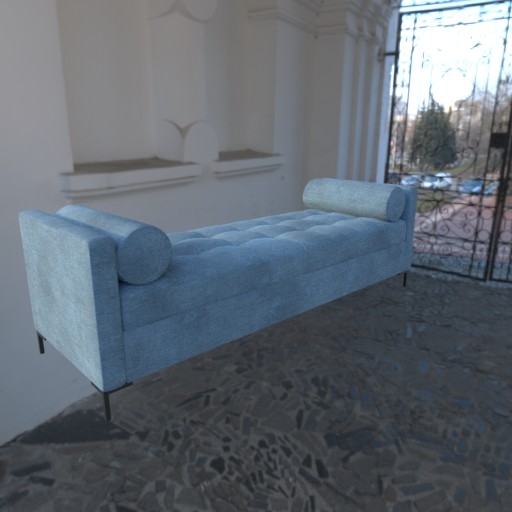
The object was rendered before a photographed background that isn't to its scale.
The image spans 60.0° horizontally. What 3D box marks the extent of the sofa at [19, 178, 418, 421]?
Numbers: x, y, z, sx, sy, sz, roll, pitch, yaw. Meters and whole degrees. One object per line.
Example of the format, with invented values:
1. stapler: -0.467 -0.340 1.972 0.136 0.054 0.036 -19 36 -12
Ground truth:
1. sofa: 0.000 0.000 2.263 1.981 0.635 0.686 -14 21 -41
